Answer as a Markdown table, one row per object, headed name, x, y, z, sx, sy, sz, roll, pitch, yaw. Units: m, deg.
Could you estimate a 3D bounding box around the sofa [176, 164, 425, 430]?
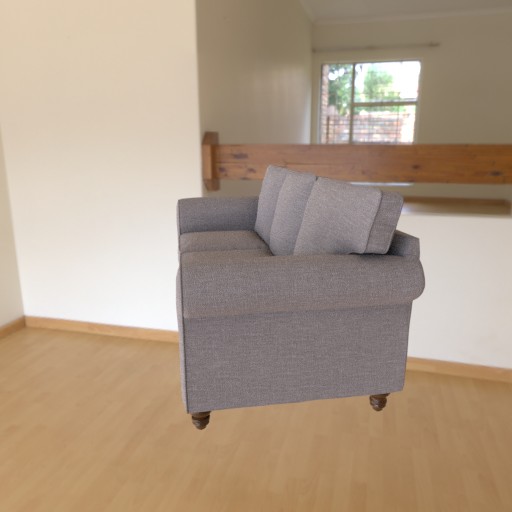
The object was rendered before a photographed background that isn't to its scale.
| name | x | y | z | sx | sy | sz | roll | pitch | yaw |
| --- | --- | --- | --- | --- | --- | --- | --- | --- | --- |
| sofa | 0.000 | 0.000 | 2.565 | 0.916 | 0.961 | 2.084 | -2 | 14 | -9 |
